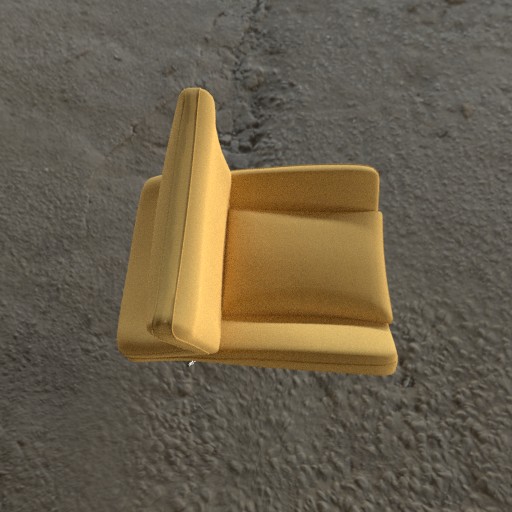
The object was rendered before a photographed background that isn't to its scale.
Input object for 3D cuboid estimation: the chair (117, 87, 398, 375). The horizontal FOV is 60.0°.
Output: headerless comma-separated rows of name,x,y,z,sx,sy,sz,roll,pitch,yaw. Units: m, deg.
chair,0.000,0.000,1.672,1.008,0.855,0.859,2,65,1
